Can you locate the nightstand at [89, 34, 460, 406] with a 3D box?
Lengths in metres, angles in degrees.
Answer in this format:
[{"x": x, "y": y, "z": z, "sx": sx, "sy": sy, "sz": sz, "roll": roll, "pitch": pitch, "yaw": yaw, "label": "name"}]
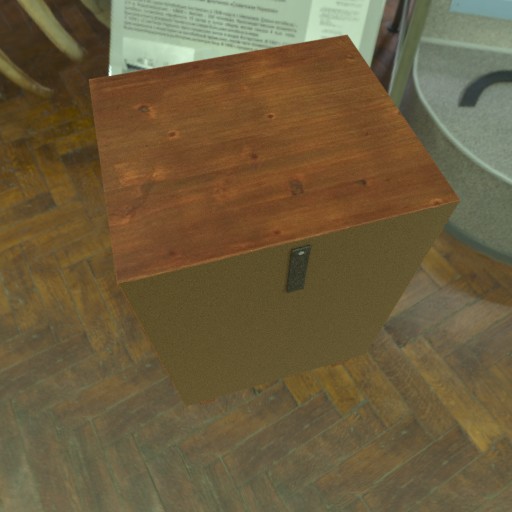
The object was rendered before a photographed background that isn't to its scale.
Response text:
[{"x": 0.000, "y": 0.000, "z": 0.964, "sx": 0.465, "sy": 0.695, "sz": 0.410, "roll": -14, "pitch": 59, "yaw": -8, "label": "nightstand"}]
